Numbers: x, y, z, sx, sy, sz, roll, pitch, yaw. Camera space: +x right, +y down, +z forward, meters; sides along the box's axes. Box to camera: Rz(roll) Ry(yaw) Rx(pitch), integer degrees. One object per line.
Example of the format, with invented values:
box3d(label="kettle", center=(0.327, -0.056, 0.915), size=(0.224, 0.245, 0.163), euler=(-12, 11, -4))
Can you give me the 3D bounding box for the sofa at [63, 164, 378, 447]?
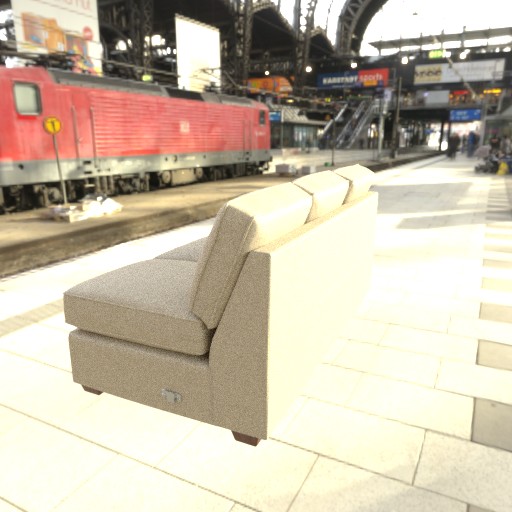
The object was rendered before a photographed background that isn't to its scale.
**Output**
box3d(label="sofa", center=(0.000, 0.000, 2.582), size=(1.027, 0.973, 1.962), euler=(7, 16, 24))
